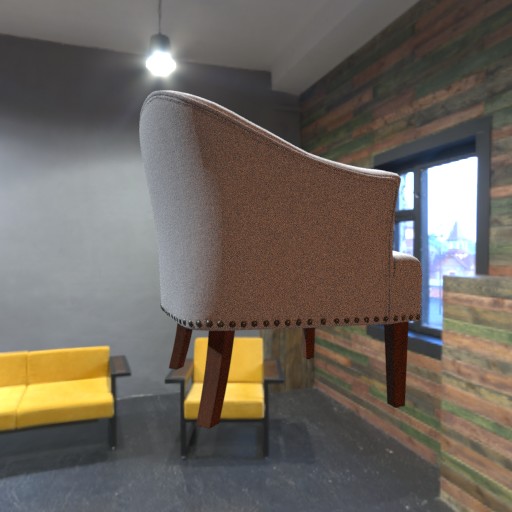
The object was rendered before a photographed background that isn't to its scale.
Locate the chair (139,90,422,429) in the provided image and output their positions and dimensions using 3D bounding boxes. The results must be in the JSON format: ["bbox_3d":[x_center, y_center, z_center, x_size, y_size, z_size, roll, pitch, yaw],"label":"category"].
[{"bbox_3d":[0.000,0.000,1.388,0.704,0.815,0.798,0,0,-17],"label":"chair"}]
